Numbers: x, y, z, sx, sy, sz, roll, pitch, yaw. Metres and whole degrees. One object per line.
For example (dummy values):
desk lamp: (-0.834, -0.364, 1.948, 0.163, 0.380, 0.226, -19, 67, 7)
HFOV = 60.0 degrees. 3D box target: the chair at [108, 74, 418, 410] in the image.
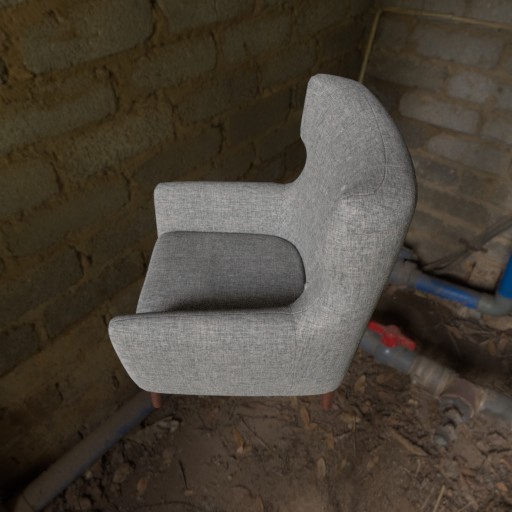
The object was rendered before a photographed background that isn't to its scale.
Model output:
chair: (0.000, 0.000, 1.659, 0.904, 1.063, 0.878, 0, 41, 1)
